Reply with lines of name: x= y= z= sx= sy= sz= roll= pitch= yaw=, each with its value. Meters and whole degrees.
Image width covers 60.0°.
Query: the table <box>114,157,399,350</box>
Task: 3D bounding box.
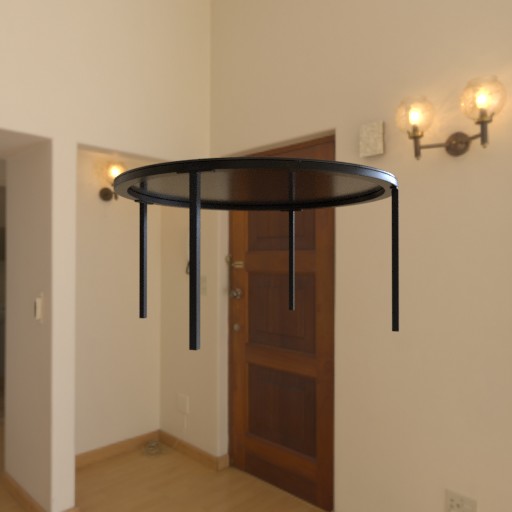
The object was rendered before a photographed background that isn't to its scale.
table: x=0.000 y=0.000 z=1.304 sx=0.800 sy=0.400 sz=0.800 roll=0 pitch=-1 yaw=0
